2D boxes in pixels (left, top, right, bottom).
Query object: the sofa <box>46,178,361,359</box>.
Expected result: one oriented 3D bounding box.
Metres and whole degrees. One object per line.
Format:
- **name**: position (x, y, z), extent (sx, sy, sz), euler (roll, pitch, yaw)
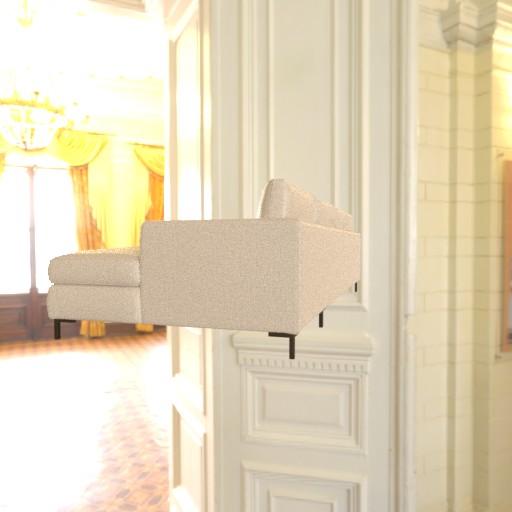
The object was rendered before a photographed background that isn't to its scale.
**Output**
- **sofa**: position (0.000, 0.000, 3.215), extent (1.258, 0.755, 2.731), euler (1, 2, 18)
